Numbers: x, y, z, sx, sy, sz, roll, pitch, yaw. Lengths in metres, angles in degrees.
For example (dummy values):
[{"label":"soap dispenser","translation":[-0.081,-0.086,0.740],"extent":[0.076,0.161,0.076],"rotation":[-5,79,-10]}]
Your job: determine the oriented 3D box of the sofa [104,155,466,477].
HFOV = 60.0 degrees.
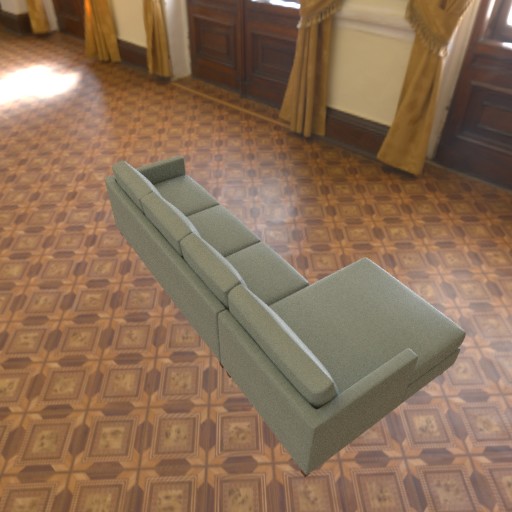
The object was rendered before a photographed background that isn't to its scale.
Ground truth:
[{"label":"sofa","translation":[0.000,0.000,4.150],"extent":[1.600,0.953,3.470],"rotation":[-24,46,-26]}]
